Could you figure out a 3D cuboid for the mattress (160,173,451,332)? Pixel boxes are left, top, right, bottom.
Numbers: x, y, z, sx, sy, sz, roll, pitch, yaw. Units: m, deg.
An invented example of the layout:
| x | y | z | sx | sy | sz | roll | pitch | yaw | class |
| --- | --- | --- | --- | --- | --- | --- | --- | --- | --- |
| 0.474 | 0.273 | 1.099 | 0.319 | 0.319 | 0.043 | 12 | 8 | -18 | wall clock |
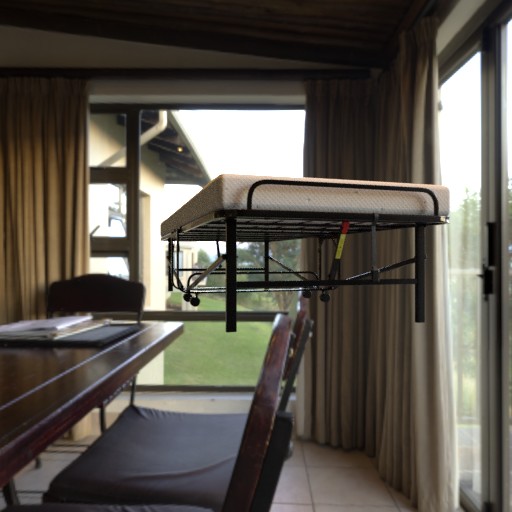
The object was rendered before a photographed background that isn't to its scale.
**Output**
| x | y | z | sx | sy | sz | roll | pitch | yaw | class |
| --- | --- | --- | --- | --- | --- | --- | --- | --- | --- |
| 0.000 | 0.000 | 2.503 | 0.922 | 0.519 | 2.153 | 0 | 0 | -17 | mattress |
